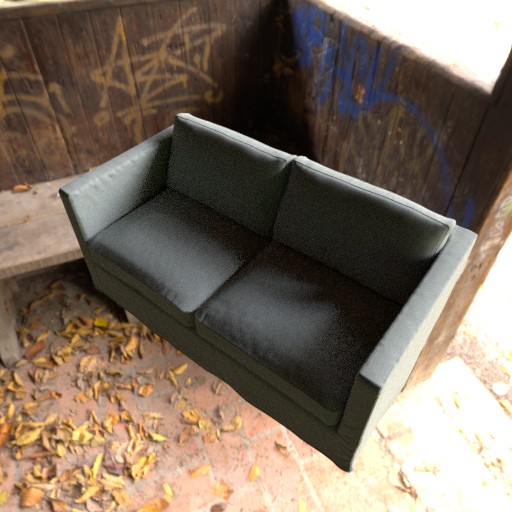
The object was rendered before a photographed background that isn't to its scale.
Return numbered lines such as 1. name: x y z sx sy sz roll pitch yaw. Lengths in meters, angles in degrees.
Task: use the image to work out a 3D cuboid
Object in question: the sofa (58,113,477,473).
1. sofa: 0.000 0.000 2.199 1.727 0.830 0.944 29 52 25
